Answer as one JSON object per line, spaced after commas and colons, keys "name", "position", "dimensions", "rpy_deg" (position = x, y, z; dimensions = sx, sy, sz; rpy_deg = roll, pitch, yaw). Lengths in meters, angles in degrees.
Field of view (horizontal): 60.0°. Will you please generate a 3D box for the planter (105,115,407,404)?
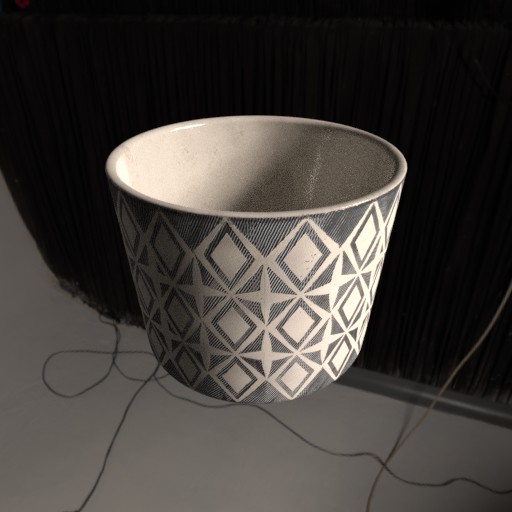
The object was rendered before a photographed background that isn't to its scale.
{"name": "planter", "position": [0.000, 0.000, 0.454], "dimensions": [0.260, 0.220, 0.260], "rpy_deg": [0, 31, 0]}
